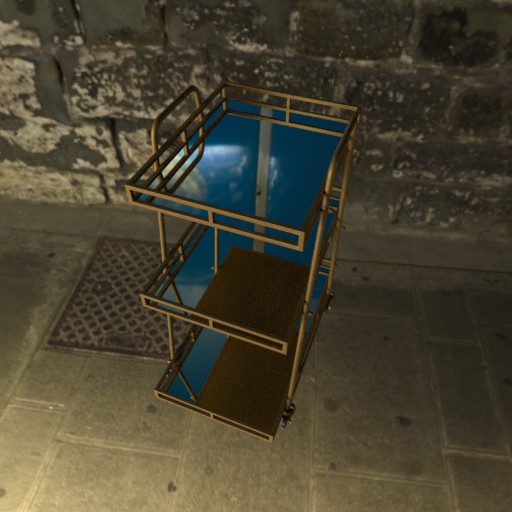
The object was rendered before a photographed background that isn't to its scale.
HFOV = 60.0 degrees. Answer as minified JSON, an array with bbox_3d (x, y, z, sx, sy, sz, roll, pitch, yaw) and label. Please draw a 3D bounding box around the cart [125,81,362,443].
[{"bbox_3d":[0.000,0.000,1.282,0.441,0.883,0.711,16,49,14],"label":"cart"}]
